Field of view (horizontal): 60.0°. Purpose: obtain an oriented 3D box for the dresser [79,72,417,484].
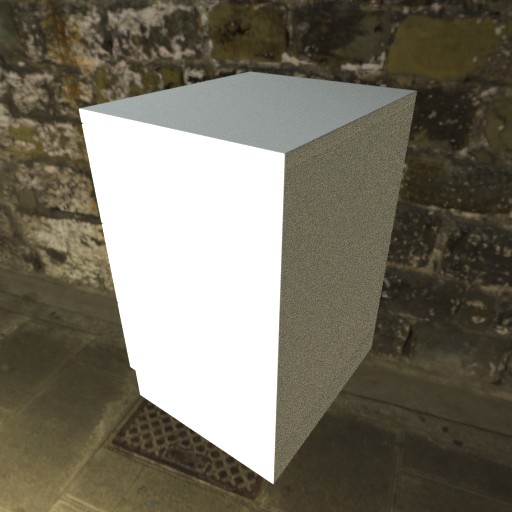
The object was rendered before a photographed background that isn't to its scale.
[{"bbox_3d":[0.000,0.000,0.818,0.360,0.560,0.400,20,37,30],"label":"dresser"}]
